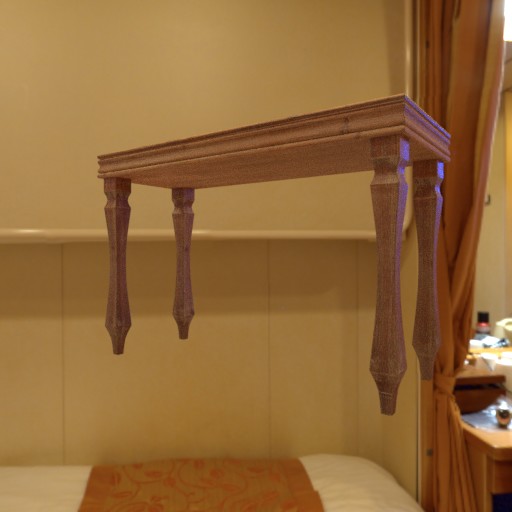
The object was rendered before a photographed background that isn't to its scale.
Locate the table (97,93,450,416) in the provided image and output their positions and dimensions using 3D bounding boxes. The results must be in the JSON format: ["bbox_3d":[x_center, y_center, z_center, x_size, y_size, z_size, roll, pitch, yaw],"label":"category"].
[{"bbox_3d":[0.000,0.000,1.762,1.330,0.873,0.522,1,1,36],"label":"table"}]
